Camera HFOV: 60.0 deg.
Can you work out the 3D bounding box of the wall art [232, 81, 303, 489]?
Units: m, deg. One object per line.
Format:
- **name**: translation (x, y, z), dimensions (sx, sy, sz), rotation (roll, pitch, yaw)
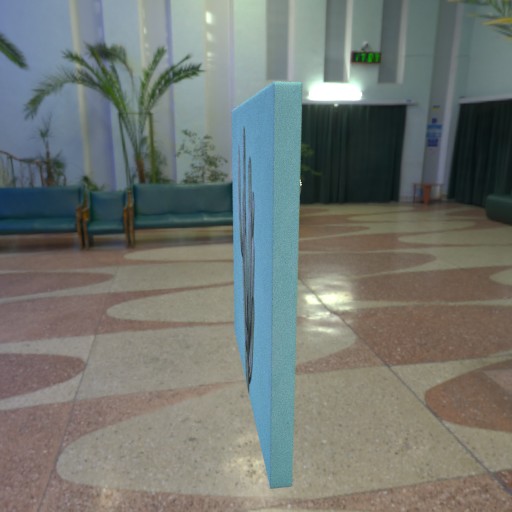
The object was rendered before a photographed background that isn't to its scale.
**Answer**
- **wall art**: translation (0.000, 0.000, 1.158), dimensions (0.054, 0.766, 0.765), rotation (-2, 15, -8)
